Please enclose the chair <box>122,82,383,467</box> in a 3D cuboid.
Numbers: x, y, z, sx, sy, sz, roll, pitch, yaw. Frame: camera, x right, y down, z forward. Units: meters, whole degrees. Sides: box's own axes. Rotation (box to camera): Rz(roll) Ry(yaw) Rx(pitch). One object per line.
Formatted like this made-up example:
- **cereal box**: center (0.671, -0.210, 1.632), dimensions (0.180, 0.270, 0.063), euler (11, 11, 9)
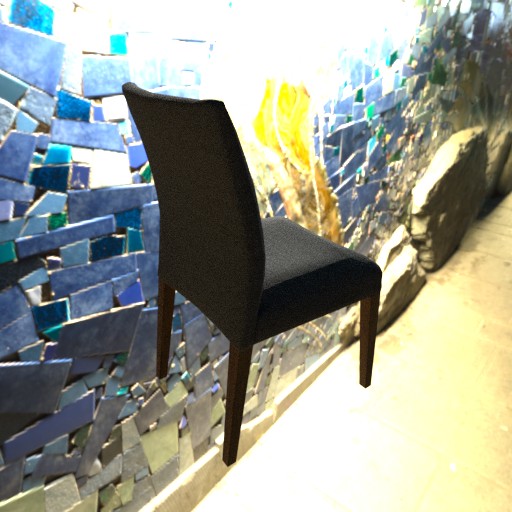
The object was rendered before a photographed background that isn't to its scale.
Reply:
- **chair**: center (0.000, 0.000, 1.281), dimensions (0.585, 0.940, 0.496), euler (-19, 32, -32)
